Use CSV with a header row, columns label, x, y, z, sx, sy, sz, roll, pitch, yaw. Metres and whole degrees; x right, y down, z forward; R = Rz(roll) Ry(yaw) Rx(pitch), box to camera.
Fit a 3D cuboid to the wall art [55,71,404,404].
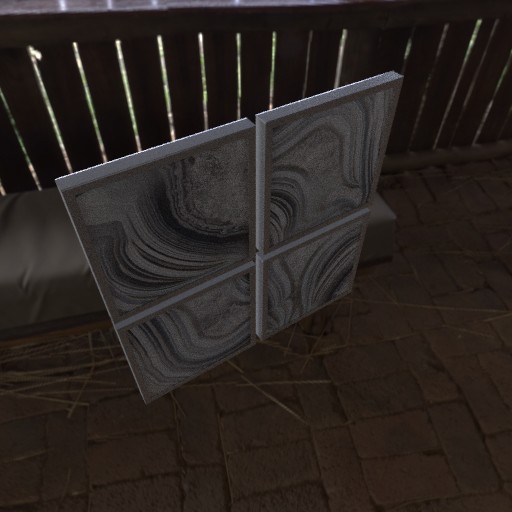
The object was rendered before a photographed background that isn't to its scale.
label,x,y,z,sx,sy,sz,roll,pitch,yaw
wall art,0.000,0.000,0.910,0.611,0.611,0.029,-25,51,-22
